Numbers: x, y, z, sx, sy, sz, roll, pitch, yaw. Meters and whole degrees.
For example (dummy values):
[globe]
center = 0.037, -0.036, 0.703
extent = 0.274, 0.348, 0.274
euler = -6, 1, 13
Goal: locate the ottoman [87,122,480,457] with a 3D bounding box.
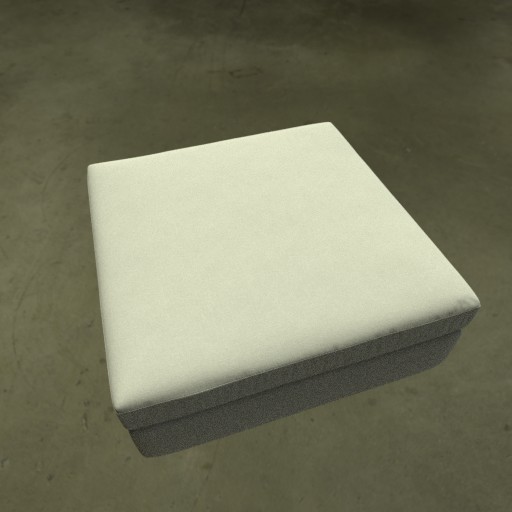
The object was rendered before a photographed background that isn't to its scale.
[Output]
[ottoman]
center = 0.000, 0.000, 1.744
extent = 1.163, 0.482, 1.167
euler = -13, 48, -12
